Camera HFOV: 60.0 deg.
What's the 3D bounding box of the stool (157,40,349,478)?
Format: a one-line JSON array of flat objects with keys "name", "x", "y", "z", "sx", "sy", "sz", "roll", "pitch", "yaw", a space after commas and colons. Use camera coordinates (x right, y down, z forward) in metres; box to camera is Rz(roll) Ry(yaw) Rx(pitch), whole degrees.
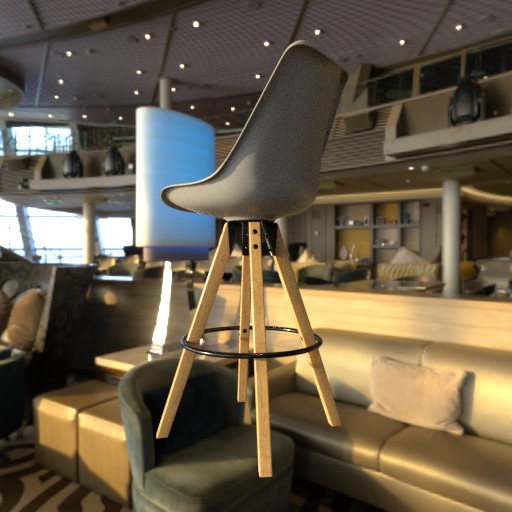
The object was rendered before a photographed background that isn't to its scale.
[{"name": "stool", "x": 0.000, "y": 0.000, "z": 1.391, "sx": 0.550, "sy": 1.115, "sz": 0.485, "roll": 1, "pitch": 1, "yaw": 36}]
